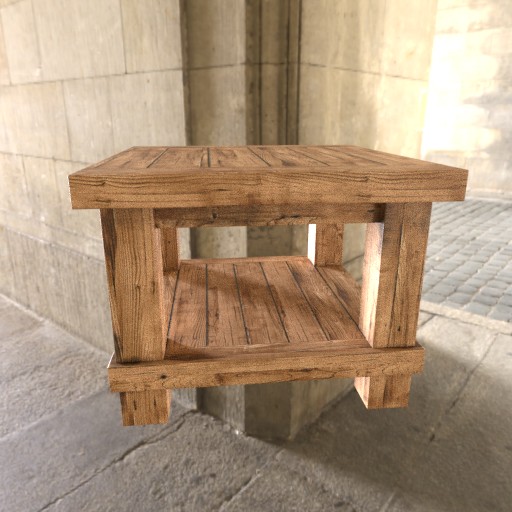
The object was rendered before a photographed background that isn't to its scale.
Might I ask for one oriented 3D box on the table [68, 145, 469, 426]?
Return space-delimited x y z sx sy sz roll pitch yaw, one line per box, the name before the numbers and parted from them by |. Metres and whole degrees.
table | 0.000 0.000 1.024 0.610 0.457 0.610 -2 18 -6
